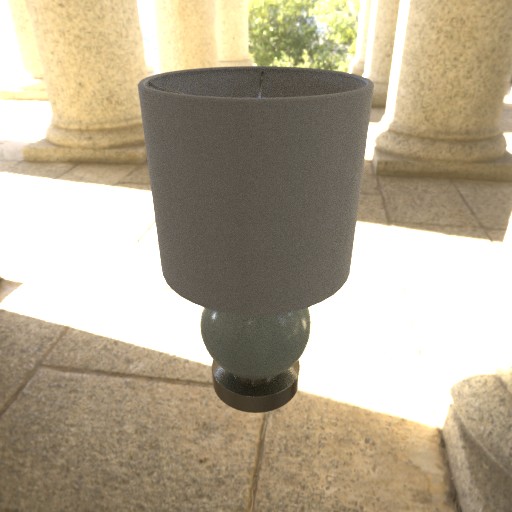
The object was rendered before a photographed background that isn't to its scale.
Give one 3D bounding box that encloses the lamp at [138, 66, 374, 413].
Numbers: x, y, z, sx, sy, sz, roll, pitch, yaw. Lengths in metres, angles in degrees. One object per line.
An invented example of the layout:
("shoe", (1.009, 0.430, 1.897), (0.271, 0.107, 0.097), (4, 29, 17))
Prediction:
("lamp", (0.000, 0.000, 0.471), (0.201, 0.353, 0.201), (-10, 31, -18))
